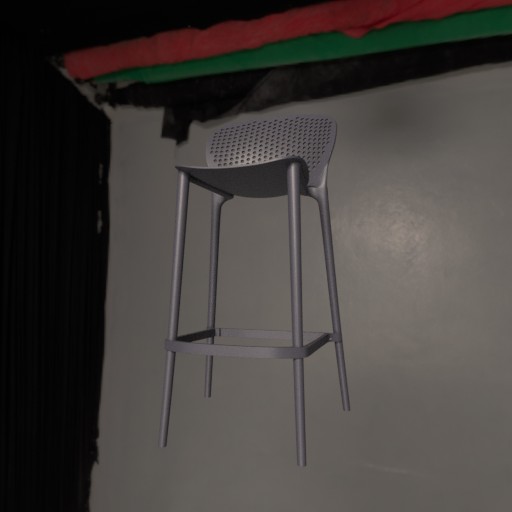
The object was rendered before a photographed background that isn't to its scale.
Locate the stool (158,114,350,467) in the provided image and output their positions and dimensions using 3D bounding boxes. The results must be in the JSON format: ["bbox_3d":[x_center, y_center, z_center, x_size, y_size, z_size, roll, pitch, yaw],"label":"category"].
[{"bbox_3d":[0.000,0.000,1.386,0.536,1.045,0.535,0,-1,17],"label":"stool"}]
